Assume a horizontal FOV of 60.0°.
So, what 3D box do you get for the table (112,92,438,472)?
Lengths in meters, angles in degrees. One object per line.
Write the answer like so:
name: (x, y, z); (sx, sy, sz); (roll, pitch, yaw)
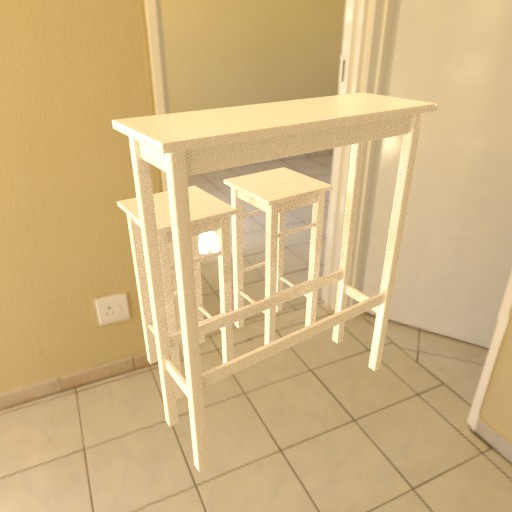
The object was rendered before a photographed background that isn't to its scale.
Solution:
table: (0.000, 0.000, 1.615); (0.915, 1.065, 0.650); (-18, 32, -30)
